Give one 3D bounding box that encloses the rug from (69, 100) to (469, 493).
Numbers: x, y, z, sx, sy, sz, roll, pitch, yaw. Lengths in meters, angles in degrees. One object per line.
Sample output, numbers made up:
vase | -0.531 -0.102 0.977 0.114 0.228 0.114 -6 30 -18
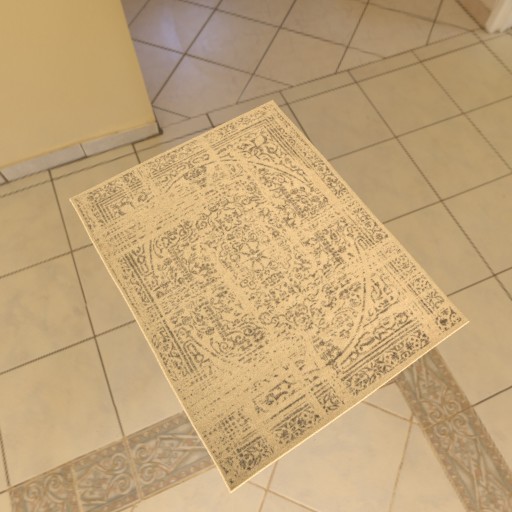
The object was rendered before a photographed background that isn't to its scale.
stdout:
rug | 0.000 0.000 3.896 2.311 0.032 2.921 -30 68 -14
